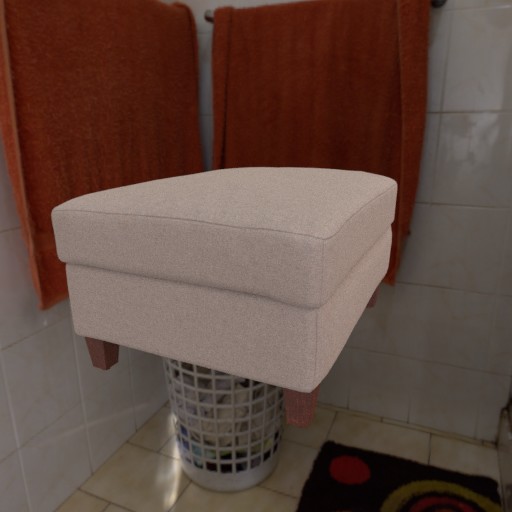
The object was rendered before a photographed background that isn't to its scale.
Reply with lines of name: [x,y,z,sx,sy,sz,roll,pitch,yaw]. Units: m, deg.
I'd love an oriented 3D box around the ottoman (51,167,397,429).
ottoman: [0.000,0.000,1.340,0.692,0.511,0.902,8,18,24]
